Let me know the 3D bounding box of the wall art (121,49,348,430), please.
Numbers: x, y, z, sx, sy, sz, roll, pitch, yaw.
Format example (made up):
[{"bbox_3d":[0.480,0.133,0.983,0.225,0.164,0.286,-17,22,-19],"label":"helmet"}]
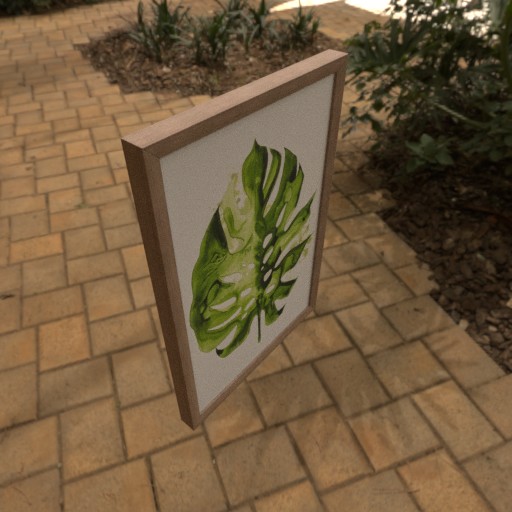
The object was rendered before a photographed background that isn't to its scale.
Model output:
[{"bbox_3d":[0.000,0.000,0.673,0.031,0.509,0.356,29,49,29],"label":"wall art"}]
